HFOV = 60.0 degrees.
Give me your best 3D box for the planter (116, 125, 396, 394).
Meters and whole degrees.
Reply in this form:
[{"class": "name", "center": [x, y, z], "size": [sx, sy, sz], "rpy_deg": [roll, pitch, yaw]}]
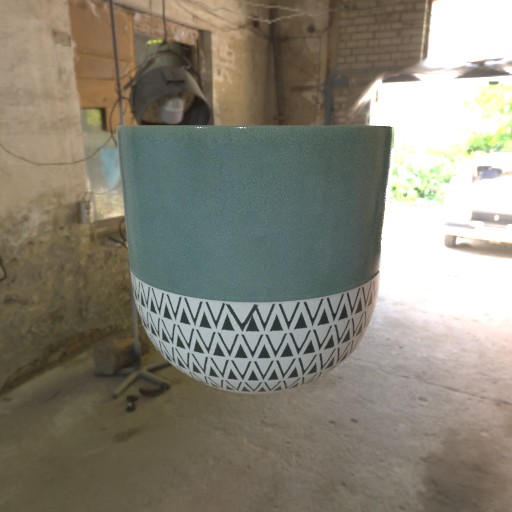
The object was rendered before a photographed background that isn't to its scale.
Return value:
[{"class": "planter", "center": [0.000, 0.000, 0.477], "size": [0.266, 0.270, 0.266], "rpy_deg": [0, 16, 0]}]
